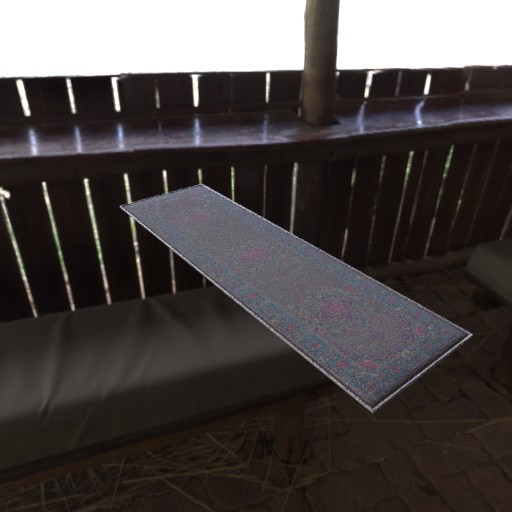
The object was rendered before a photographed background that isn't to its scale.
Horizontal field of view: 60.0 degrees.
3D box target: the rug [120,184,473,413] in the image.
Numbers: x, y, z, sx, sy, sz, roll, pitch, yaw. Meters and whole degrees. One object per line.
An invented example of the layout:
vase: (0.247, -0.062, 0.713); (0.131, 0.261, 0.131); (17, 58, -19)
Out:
rug: (0.000, 0.000, 2.055); (0.553, 0.012, 1.827); (-22, 37, -32)
